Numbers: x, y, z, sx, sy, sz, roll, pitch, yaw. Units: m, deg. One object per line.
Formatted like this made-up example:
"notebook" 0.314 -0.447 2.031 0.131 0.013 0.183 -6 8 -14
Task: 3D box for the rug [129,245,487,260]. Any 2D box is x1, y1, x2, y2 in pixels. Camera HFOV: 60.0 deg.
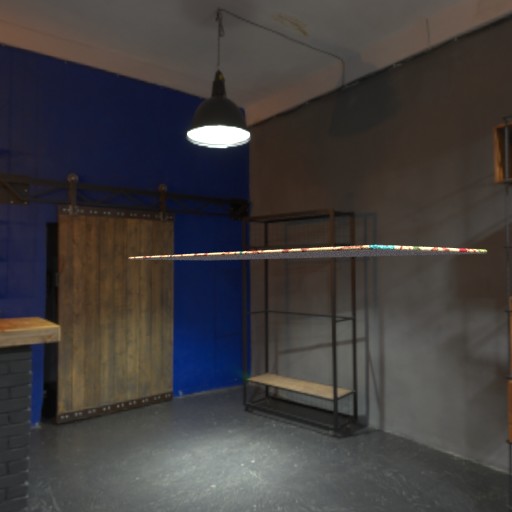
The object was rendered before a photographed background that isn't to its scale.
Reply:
"rug" 0.000 0.000 2.501 0.693 0.016 2.273 1 -2 -35
